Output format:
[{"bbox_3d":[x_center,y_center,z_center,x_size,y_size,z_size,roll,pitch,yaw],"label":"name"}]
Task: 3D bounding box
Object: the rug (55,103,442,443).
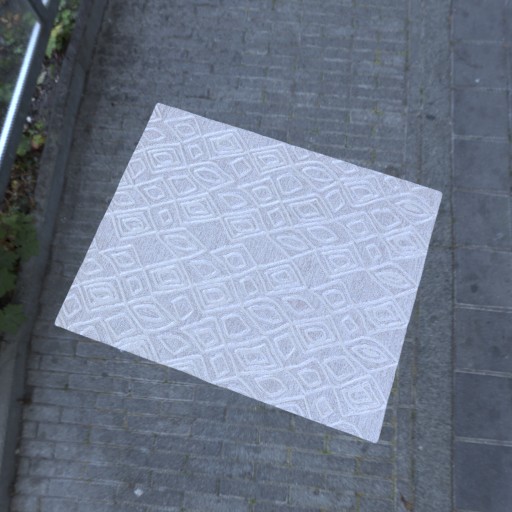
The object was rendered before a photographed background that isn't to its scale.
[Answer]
[{"bbox_3d":[0.000,0.000,4.194,3.049,0.025,2.449,19,76,5],"label":"rug"}]
